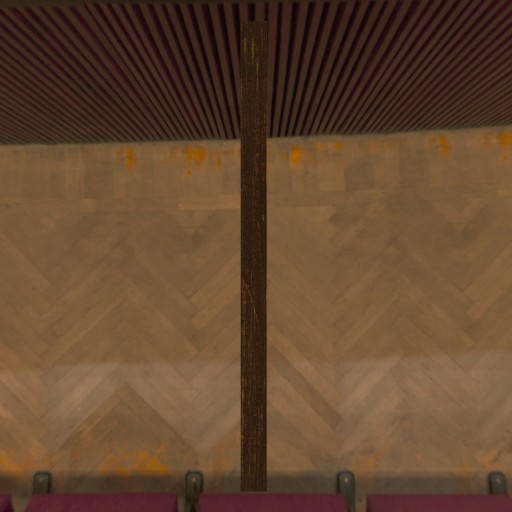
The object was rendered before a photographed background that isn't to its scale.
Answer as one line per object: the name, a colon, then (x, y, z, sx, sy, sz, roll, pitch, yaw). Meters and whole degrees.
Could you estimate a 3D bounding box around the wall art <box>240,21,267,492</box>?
wall art: (0.000, 0.000, 0.754, 0.032, 0.457, 0.558, 0, 90, 1)
